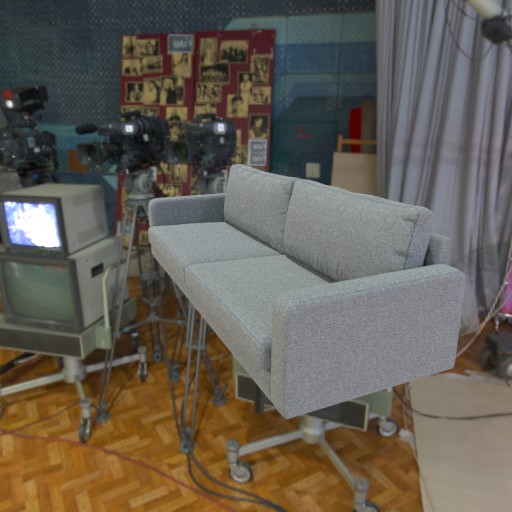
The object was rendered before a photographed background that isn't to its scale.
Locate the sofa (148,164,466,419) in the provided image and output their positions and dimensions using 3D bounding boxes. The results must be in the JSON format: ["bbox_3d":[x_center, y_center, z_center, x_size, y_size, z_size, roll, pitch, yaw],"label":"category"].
[{"bbox_3d":[0.000,0.000,2.614,0.880,0.880,2.200,-8,19,-24],"label":"sofa"}]
